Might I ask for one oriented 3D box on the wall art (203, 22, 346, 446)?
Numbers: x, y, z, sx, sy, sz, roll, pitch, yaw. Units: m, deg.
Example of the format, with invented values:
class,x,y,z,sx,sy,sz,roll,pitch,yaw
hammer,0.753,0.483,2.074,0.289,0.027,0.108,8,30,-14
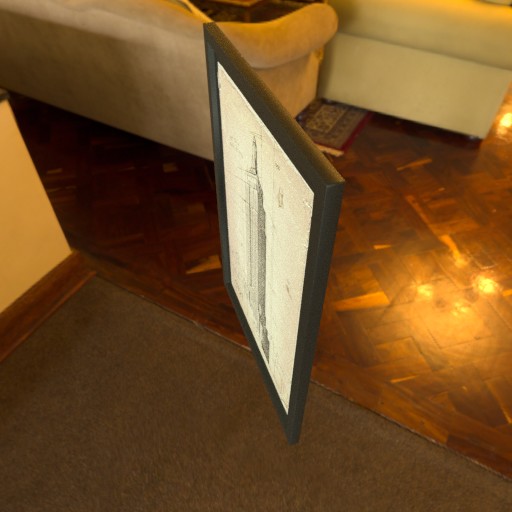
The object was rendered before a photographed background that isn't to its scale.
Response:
class,x,y,z,sx,sy,sz,roll,pitch,yaw
wall art,0.000,0.000,0.536,0.013,0.431,0.303,-15,48,-14
